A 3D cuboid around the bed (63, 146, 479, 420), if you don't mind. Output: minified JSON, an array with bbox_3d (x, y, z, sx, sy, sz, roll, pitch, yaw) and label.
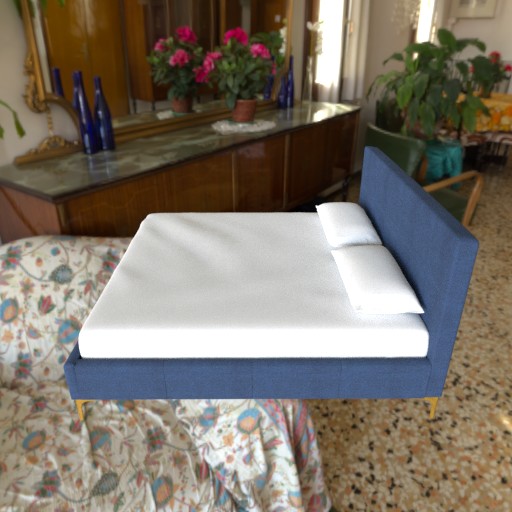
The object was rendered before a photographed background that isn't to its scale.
[{"bbox_3d":[0.000,0.000,3.390,2.232,1.231,2.096,0,27,0],"label":"bed"}]
